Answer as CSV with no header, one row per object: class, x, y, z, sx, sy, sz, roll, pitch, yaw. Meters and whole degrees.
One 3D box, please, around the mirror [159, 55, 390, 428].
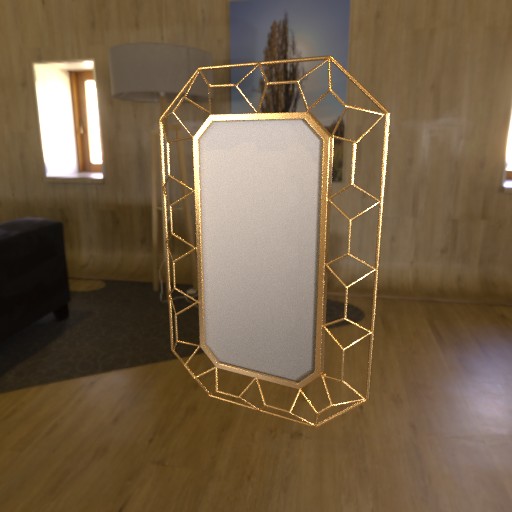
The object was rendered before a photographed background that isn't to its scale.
mirror,0.000,0.000,1.061,0.572,0.870,0.051,7,16,26
